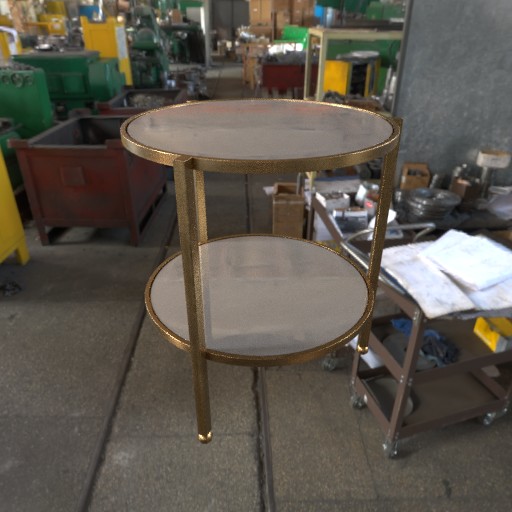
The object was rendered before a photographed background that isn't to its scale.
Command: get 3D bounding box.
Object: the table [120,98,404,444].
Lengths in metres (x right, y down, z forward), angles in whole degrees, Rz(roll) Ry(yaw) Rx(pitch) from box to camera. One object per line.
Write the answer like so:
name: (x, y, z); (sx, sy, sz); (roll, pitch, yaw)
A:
table: (0.000, 0.000, 0.450); (0.231, 0.269, 0.243); (-19, 34, -30)
